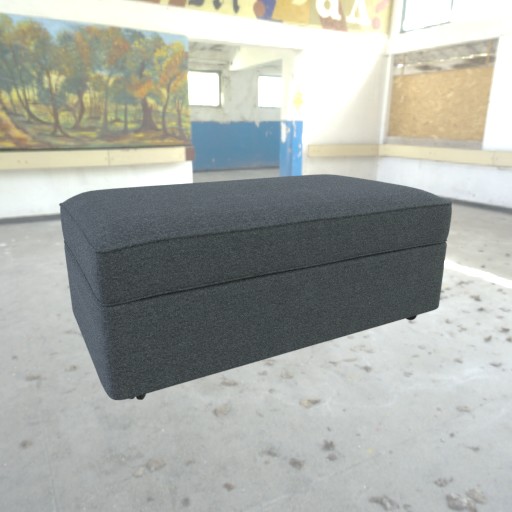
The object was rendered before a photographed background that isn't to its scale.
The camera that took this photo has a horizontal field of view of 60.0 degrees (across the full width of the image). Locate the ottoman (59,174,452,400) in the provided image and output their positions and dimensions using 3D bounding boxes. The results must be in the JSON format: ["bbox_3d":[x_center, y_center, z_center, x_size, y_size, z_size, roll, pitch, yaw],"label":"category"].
[{"bbox_3d":[0.000,0.000,1.548,1.173,0.494,0.681,-9,19,-28],"label":"ottoman"}]
